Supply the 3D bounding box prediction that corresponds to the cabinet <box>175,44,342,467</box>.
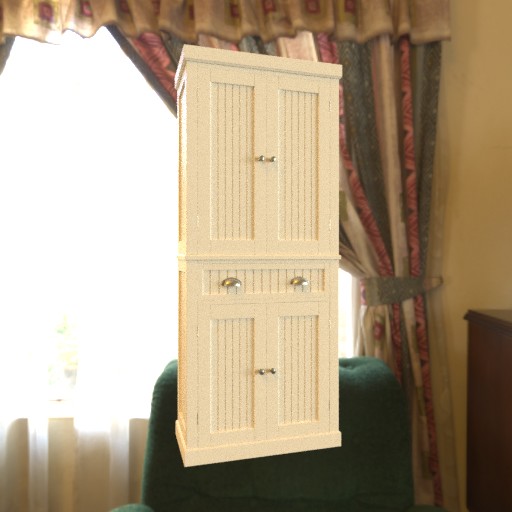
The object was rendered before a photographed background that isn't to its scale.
[{"bbox_3d":[0.000,0.000,2.196,0.754,1.829,0.390,0,0,-16],"label":"cabinet"}]
